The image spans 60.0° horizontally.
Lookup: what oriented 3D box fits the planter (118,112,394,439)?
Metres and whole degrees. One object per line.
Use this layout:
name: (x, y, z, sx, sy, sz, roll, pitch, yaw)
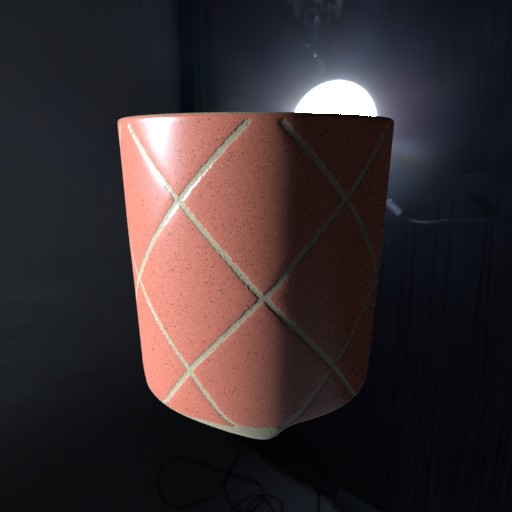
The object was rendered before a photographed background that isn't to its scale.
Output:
planter: (0.000, 0.000, 0.343, 0.191, 0.200, 0.191, 0, 14, 0)
